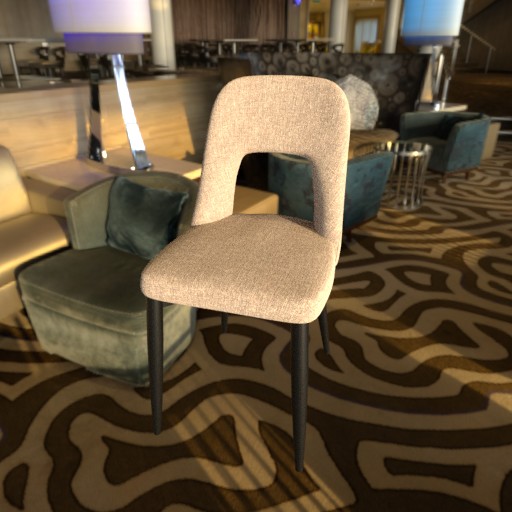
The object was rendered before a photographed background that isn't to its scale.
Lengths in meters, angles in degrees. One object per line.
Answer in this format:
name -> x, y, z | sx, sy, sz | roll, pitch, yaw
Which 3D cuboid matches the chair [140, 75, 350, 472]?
chair -> 0.000, 0.000, 1.275 | 0.470, 0.931, 0.612 | 8, 27, 15
